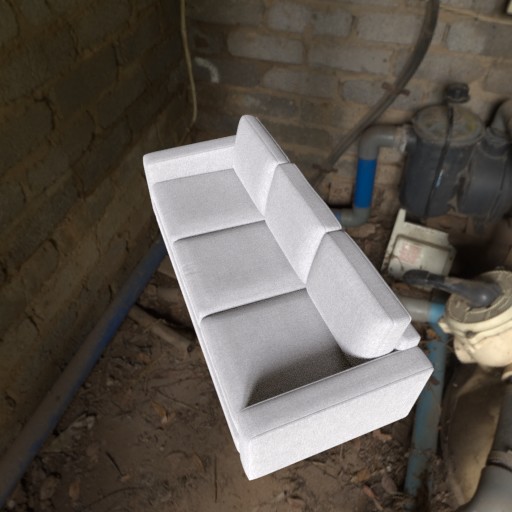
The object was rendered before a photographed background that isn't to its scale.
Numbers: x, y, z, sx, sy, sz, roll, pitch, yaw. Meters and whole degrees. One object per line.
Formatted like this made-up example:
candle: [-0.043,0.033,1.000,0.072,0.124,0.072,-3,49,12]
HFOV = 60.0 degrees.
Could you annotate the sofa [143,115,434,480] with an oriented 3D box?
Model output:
sofa: [0.000,0.000,2.623,0.900,0.800,2.120,-16,49,-14]
